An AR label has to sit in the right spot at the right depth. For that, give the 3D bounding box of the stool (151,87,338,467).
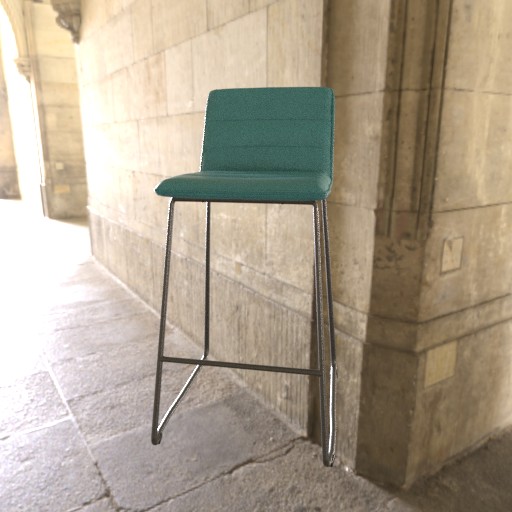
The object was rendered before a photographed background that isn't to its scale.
[{"bbox_3d":[0.000,0.000,1.236,0.489,0.936,0.524,3,15,10],"label":"stool"}]
